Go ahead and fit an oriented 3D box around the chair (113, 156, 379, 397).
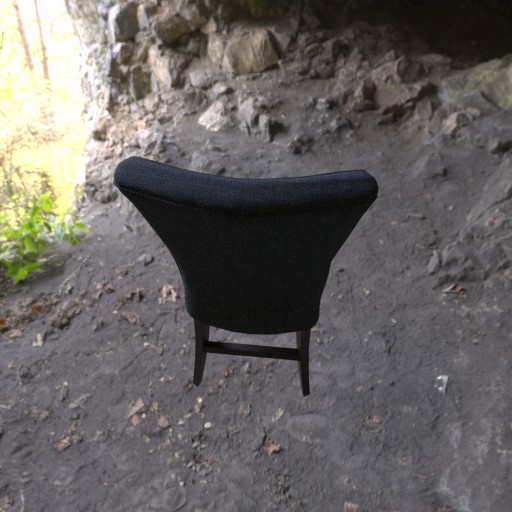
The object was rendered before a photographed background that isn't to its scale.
[{"bbox_3d":[0.000,0.000,1.373,0.520,0.991,0.660,4,47,4],"label":"chair"}]
